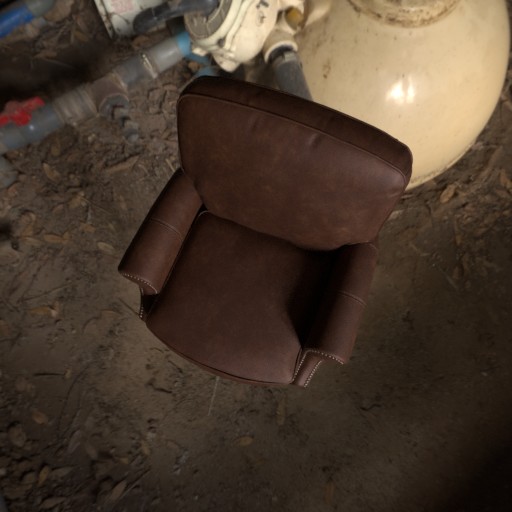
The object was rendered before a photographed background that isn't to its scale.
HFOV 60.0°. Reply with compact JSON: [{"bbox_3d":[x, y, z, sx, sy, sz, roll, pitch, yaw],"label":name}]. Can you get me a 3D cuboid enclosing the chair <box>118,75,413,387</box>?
[{"bbox_3d":[0.000,0.000,1.786,0.936,1.018,0.986,21,76,6],"label":"chair"}]
